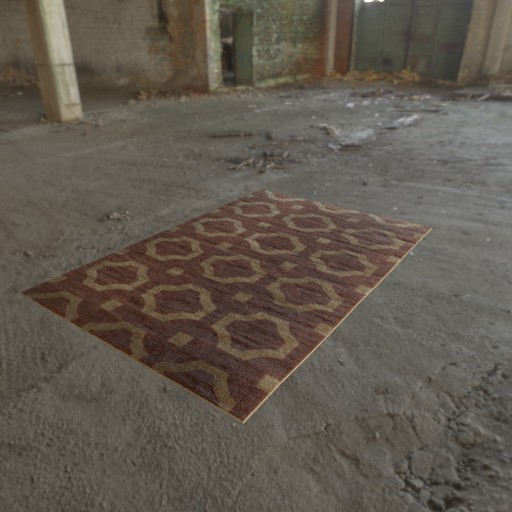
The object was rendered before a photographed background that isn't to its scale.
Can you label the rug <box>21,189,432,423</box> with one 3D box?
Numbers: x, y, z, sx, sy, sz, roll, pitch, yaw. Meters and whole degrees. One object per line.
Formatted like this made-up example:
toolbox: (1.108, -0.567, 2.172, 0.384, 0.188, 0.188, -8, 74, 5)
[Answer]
rug: (0.000, 0.000, 2.862, 1.555, 0.016, 2.286, 18, 31, 32)
